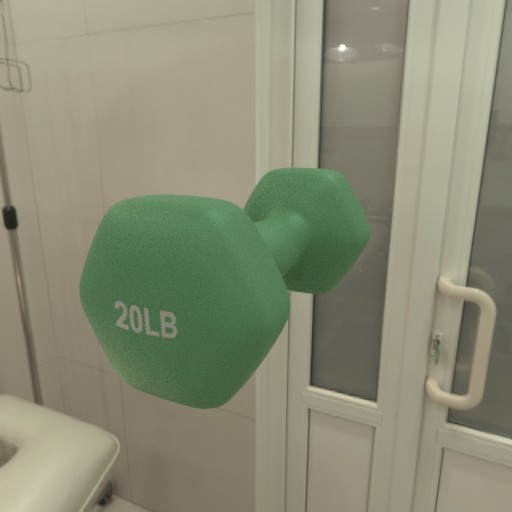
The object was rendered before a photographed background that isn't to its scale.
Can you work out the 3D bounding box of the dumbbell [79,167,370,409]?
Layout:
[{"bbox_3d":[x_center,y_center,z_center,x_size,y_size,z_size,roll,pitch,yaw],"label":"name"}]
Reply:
[{"bbox_3d":[0.000,0.000,0.339,0.129,0.117,0.260,8,18,26],"label":"dumbbell"}]
